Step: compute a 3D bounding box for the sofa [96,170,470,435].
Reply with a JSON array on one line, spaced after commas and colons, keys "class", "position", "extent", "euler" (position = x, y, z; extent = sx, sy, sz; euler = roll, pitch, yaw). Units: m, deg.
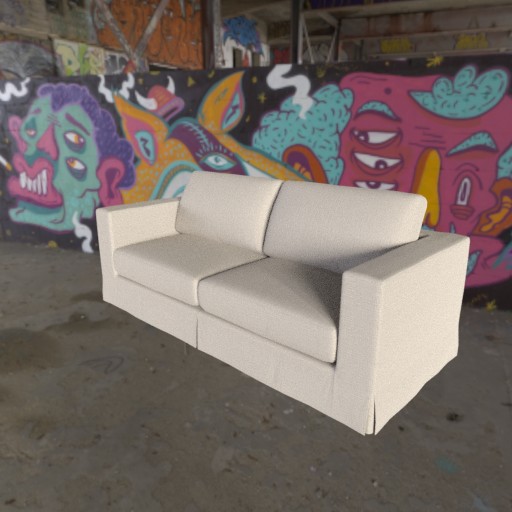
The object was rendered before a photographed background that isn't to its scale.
[{"class": "sofa", "position": [0.000, 0.000, 2.687], "extent": [2.163, 0.881, 0.954], "euler": [15, 22, 41]}]
